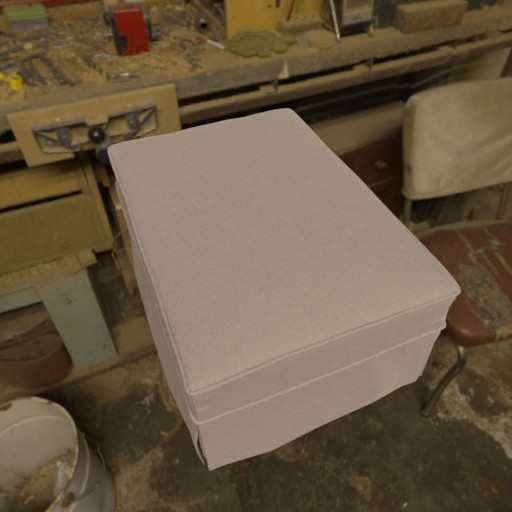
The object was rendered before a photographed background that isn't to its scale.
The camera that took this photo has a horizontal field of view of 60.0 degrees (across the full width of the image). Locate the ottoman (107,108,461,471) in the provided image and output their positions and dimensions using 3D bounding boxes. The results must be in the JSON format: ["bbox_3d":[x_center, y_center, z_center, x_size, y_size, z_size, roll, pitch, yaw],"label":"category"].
[{"bbox_3d":[0.000,0.000,1.321,0.703,0.479,0.944,-17,49,-15],"label":"ottoman"}]
